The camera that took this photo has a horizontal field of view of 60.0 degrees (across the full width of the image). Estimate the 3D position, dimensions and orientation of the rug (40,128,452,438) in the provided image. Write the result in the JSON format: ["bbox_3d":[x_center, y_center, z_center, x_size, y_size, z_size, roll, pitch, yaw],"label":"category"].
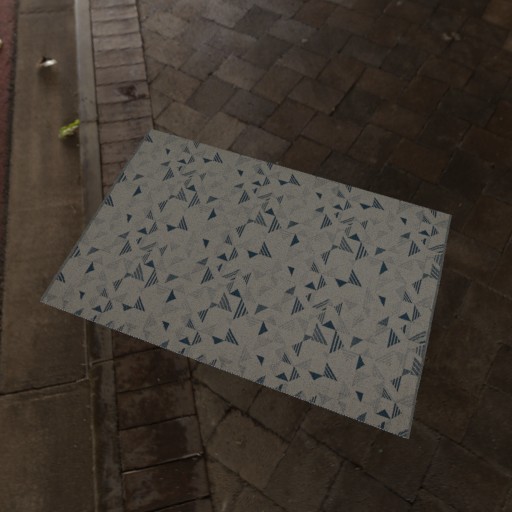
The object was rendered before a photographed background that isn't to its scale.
[{"bbox_3d":[0.000,0.000,2.297,1.835,0.003,1.206,18,64,9],"label":"rug"}]
